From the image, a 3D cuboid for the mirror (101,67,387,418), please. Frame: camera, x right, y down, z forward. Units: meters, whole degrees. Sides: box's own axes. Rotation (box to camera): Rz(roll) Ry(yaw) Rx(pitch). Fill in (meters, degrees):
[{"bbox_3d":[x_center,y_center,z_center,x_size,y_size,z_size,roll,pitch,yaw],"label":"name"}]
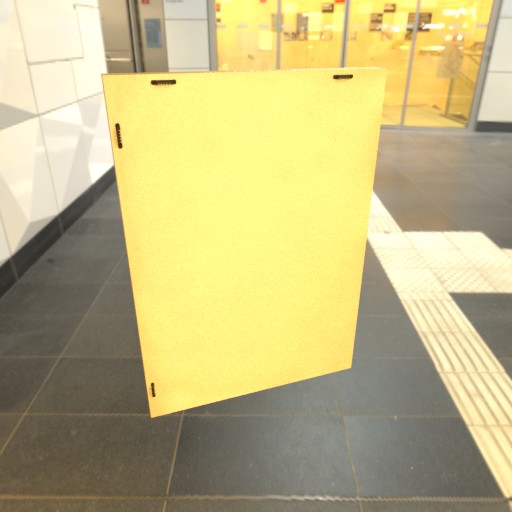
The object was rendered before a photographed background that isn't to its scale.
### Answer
[{"bbox_3d":[0.000,0.000,0.919,0.507,0.710,0.040,-9,28,-17],"label":"mirror"}]
